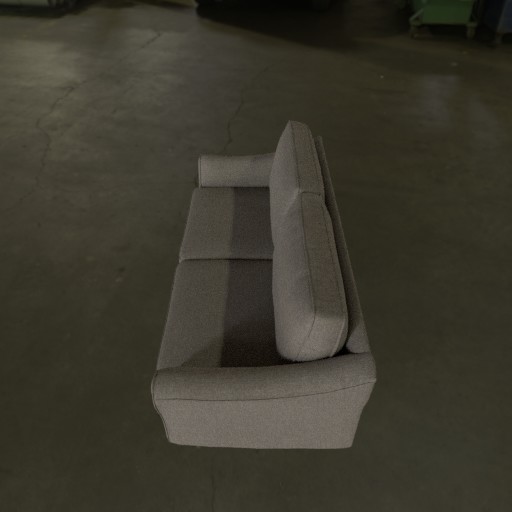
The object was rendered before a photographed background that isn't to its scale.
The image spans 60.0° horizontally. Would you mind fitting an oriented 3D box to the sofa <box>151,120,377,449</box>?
[{"bbox_3d":[0.000,0.000,2.805,1.013,0.976,2.203,0,41,0],"label":"sofa"}]
